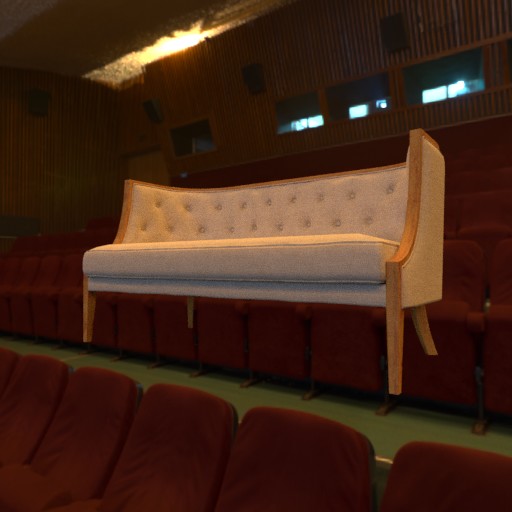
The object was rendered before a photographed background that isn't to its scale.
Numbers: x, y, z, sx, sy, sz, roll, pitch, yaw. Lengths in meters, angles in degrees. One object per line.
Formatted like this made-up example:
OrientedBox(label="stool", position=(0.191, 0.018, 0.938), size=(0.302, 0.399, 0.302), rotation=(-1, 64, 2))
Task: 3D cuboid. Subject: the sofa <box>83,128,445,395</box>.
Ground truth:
OrientedBox(label="sofa", position=(0.000, 0.000, 1.896), size=(1.474, 0.775, 0.770), rotation=(-1, -2, 36))
